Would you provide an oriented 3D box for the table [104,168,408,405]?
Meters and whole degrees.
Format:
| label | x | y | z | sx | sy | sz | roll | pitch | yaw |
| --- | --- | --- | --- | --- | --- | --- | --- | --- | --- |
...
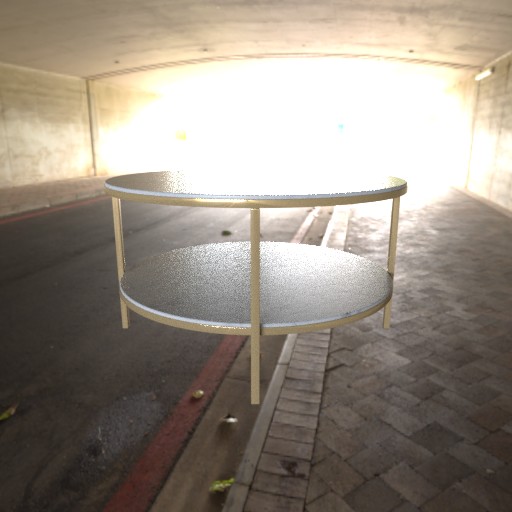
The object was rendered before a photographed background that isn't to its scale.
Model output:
| label | x | y | z | sx | sy | sz | roll | pitch | yaw |
| --- | --- | --- | --- | --- | --- | --- | --- | --- | --- |
| table | 0.000 | 0.000 | 1.281 | 0.800 | 0.450 | 0.800 | 0 | 15 | 0 |
